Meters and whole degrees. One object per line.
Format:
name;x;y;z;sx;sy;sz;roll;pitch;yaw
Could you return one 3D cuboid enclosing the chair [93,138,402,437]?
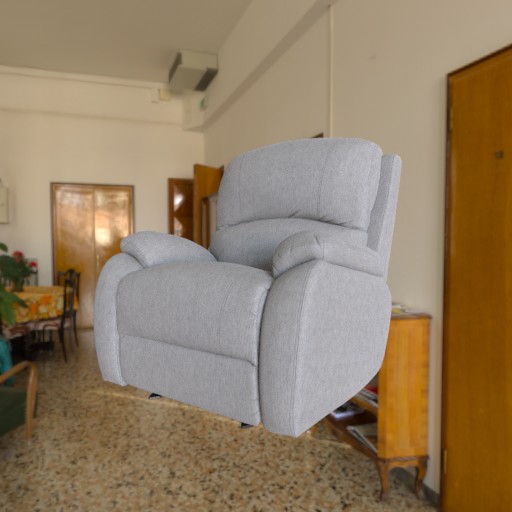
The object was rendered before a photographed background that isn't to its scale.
chair;0.000;0.000;1.742;0.930;1.011;0.899;2;3;35
